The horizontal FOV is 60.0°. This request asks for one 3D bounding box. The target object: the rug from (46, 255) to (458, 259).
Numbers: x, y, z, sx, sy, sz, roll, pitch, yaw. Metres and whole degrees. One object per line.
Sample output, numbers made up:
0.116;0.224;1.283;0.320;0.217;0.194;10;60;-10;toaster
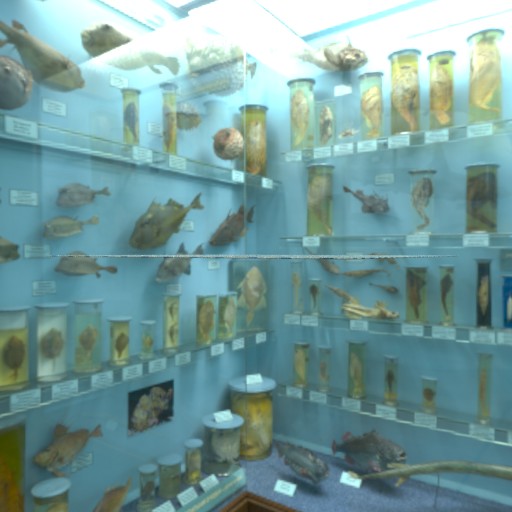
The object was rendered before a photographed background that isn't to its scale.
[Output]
0.000;0.000;4.208;3.059;0.008;2.453;0;1;37;rug
